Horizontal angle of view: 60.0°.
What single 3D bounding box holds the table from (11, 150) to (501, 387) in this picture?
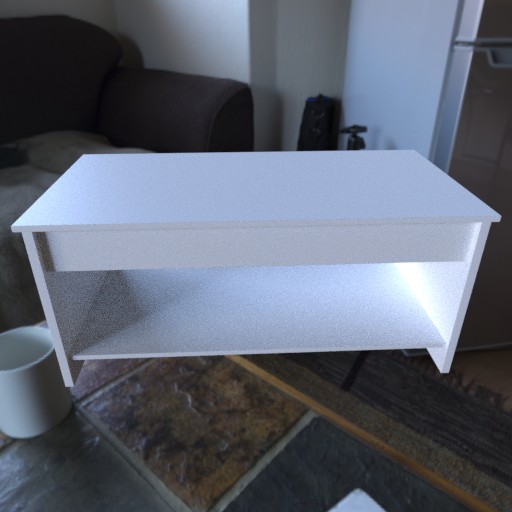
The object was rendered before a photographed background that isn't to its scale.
[{"bbox_3d":[0.000,0.000,1.226,1.000,0.441,0.500,-1,29,-3],"label":"table"}]
